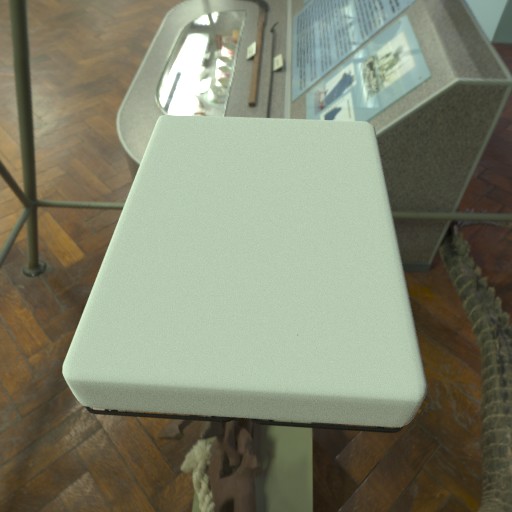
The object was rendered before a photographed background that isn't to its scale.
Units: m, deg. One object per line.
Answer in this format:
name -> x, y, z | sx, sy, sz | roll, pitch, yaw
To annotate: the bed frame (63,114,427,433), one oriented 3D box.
bed frame -> 0.000, 0.000, 2.697 | 1.528, 0.677, 2.037 | 3, 49, 2
